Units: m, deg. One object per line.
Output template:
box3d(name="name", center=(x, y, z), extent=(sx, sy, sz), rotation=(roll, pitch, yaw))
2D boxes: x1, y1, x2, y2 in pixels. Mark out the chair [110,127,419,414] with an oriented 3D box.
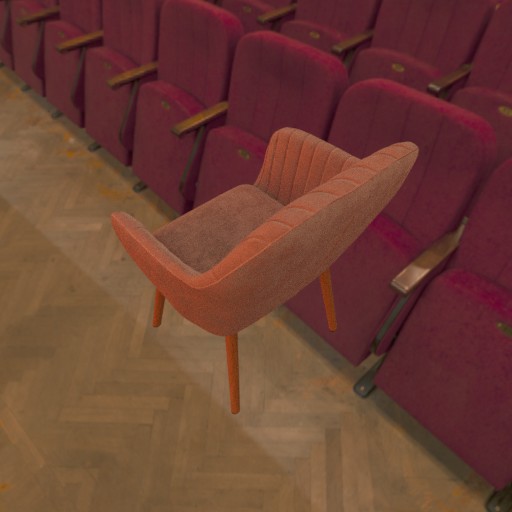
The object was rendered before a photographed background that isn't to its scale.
box3d(name="chair", center=(0.000, 0.000, 1.236), extent=(0.610, 0.832, 0.570), rotation=(-33, 56, -27))
